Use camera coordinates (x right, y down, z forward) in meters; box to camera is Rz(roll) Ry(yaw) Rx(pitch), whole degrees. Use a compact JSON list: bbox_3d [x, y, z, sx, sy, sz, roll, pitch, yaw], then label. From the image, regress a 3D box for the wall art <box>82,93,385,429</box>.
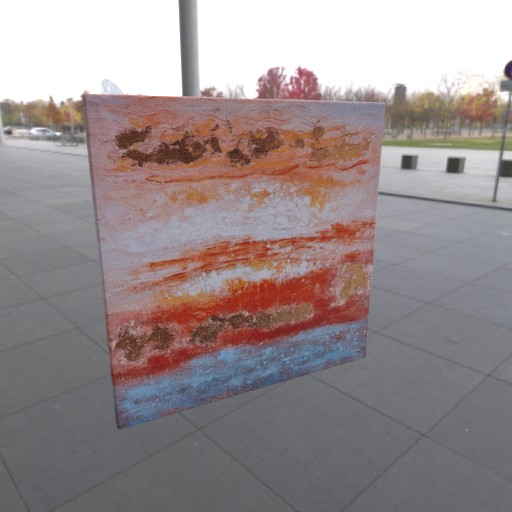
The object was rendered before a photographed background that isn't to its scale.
[{"bbox_3d":[0.000,0.000,1.117,0.747,0.747,0.035,-8,18,-26],"label":"wall art"}]
